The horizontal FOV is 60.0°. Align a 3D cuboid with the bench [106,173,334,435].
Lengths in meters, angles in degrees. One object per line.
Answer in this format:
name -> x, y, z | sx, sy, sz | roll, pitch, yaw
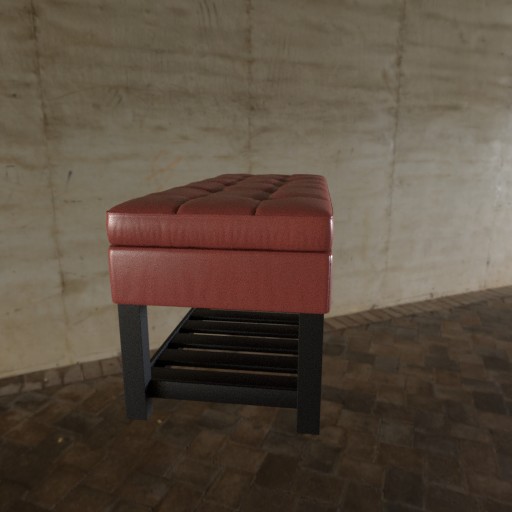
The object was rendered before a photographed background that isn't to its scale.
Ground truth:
bench -> 0.000, 0.000, 1.370 | 0.432, 0.460, 1.105 | 2, 14, 8
